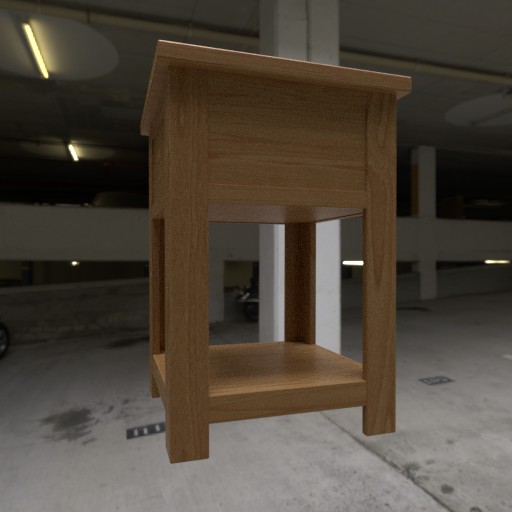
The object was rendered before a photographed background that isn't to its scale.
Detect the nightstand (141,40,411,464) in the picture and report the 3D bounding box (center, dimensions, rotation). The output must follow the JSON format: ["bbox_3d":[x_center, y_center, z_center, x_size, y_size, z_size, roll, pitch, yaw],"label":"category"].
[{"bbox_3d":[0.000,0.000,0.892,0.428,0.614,0.418,0,0,-18],"label":"nightstand"}]
